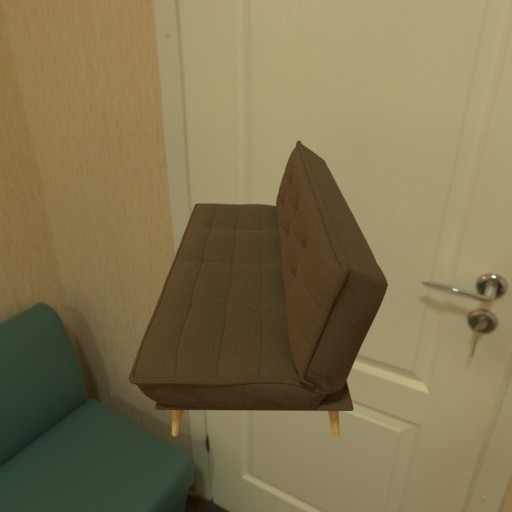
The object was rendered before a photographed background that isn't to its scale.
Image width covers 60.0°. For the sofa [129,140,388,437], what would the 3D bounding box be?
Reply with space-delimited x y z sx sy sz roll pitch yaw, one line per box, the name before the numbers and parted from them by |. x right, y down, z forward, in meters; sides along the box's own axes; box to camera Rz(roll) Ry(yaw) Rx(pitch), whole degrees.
sofa | 0.000 0.000 2.482 0.950 0.890 1.940 0 26 0
